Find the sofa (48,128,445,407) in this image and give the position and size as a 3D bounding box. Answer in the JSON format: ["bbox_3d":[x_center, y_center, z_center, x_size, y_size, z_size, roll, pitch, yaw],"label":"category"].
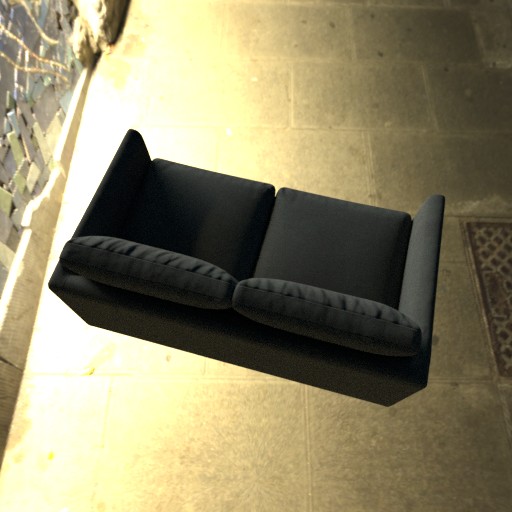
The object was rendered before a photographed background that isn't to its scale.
[{"bbox_3d":[0.000,0.000,2.522,1.909,0.845,1.091,14,64,7],"label":"sofa"}]
